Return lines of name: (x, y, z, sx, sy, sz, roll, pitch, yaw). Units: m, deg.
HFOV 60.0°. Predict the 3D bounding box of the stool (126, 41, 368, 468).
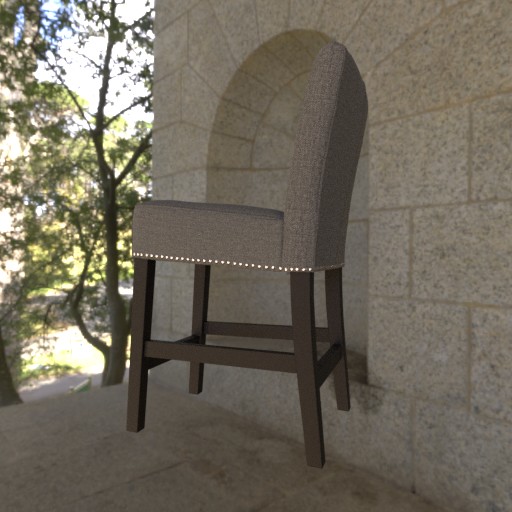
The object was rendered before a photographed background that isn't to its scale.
stool: (0.000, 0.000, 1.178, 0.571, 0.885, 0.427, 0, 0, 20)
